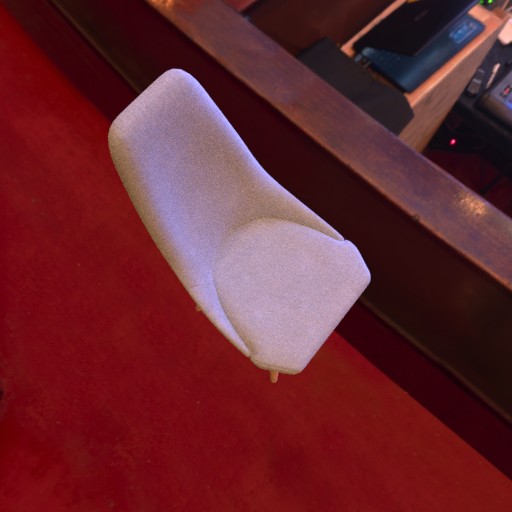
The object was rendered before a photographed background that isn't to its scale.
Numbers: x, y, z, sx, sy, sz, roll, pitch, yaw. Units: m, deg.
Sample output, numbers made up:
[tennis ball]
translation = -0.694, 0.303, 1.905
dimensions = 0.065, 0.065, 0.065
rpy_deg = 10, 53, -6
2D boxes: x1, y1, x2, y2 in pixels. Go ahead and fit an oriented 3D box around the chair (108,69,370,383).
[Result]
[chair]
translation = 0.000, 0.000, 1.395
dimensions = 0.660, 1.040, 0.510
rpy_deg = 38, 77, 11
